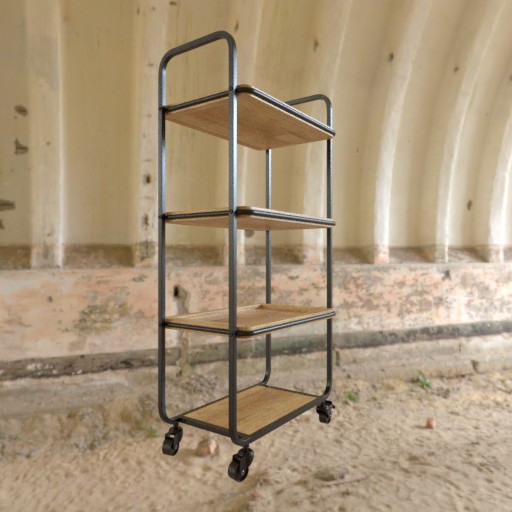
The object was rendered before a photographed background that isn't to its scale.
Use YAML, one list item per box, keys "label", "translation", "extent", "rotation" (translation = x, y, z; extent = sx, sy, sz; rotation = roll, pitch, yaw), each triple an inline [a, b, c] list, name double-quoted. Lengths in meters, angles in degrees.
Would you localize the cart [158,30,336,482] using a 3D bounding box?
- label: "cart"
  translation: [0.000, 0.000, 1.329]
  extent: [0.321, 1.080, 0.545]
  rotation: [0, 0, 36]
